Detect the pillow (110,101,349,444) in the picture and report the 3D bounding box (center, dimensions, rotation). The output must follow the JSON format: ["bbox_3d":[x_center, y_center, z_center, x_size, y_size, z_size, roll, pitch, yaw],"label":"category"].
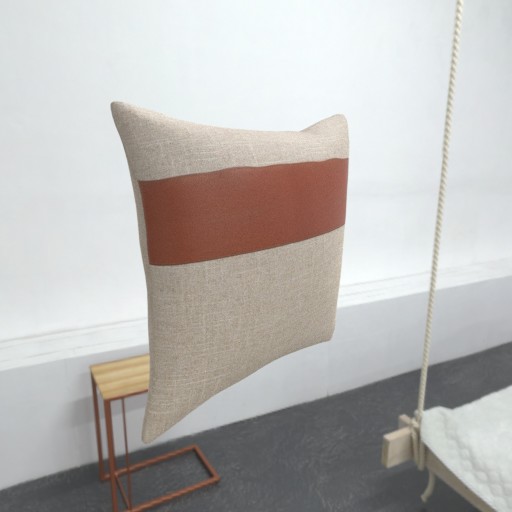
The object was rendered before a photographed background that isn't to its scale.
[{"bbox_3d":[0.000,0.000,0.632,0.173,0.399,0.414,14,20,41],"label":"pillow"}]
